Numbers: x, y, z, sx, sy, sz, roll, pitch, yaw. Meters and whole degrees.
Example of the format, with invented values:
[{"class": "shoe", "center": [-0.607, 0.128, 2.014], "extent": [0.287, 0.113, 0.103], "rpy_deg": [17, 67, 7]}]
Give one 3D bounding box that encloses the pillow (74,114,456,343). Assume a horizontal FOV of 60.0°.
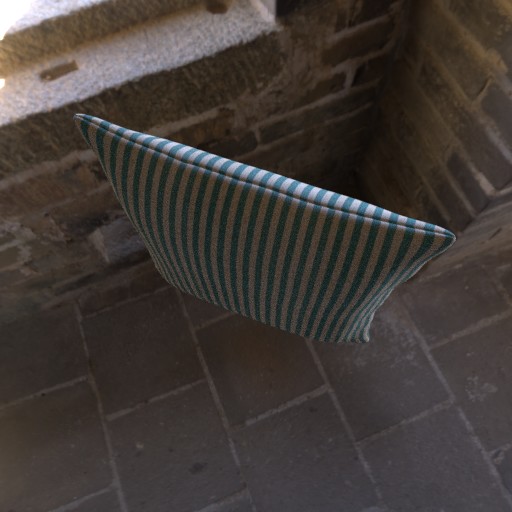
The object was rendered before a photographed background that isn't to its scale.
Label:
[{"class": "pillow", "center": [0.000, 0.000, 0.788], "extent": [0.523, 0.510, 0.166], "rpy_deg": [19, 66, 9]}]
